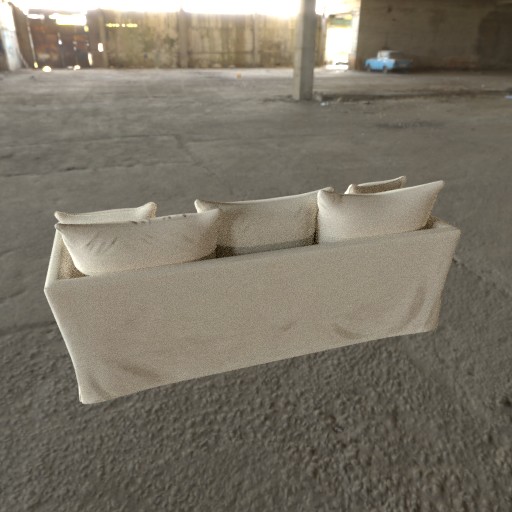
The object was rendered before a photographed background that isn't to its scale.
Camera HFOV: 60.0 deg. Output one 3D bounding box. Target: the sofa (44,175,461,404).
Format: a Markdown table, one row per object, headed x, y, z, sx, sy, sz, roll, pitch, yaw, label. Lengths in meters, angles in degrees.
| x | y | z | sx | sy | sz | roll | pitch | yaw | label |
| --- | --- | --- | --- | --- | --- | --- | --- | --- | --- |
| 0.000 | 0.000 | 2.999 | 2.484 | 1.042 | 1.030 | -8 | 26 | -16 | sofa |
